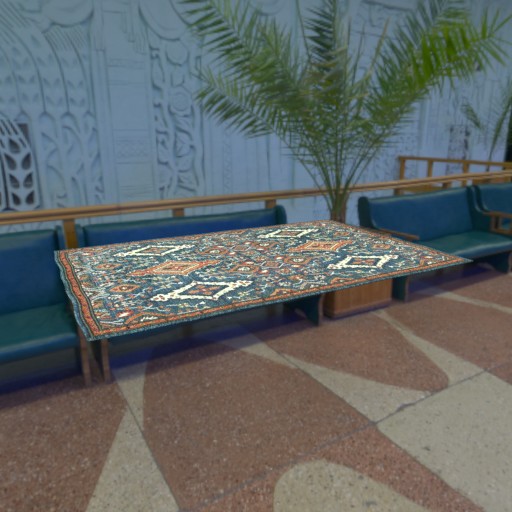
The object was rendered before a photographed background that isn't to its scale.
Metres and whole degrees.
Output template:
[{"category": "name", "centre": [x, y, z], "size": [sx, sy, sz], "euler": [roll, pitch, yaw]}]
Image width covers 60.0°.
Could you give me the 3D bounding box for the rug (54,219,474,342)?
[{"category": "rug", "centre": [0.000, 0.000, 4.181], "size": [3.371, 0.008, 2.190], "euler": [-9, 18, -27]}]
